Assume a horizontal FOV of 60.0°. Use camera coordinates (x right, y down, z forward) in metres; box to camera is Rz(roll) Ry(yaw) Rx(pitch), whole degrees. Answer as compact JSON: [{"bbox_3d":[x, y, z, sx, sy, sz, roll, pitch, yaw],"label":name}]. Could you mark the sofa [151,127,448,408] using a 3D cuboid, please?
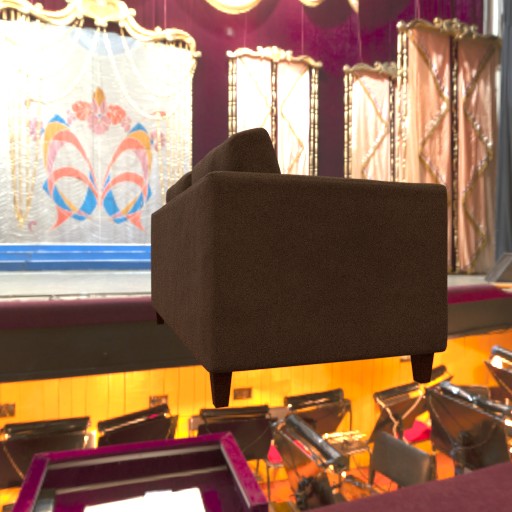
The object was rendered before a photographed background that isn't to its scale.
[{"bbox_3d":[0.000,0.000,2.388,0.950,0.963,1.884,0,1,-19],"label":"sofa"}]
